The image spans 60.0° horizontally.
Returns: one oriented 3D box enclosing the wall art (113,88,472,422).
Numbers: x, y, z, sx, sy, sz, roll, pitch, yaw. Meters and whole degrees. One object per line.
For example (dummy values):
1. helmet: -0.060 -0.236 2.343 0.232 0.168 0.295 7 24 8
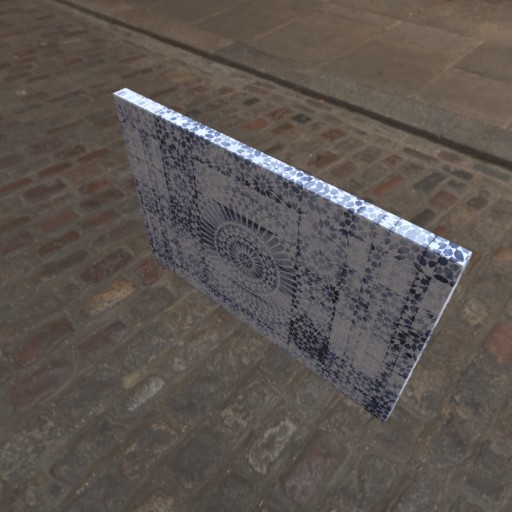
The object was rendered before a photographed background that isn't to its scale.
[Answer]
1. wall art: 0.000 0.000 0.765 0.608 0.406 0.030 32 54 26
